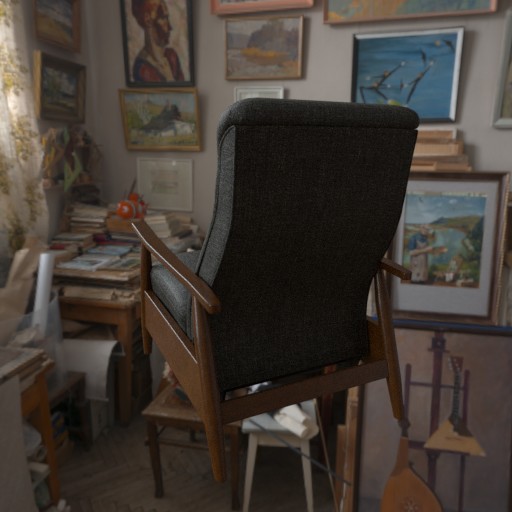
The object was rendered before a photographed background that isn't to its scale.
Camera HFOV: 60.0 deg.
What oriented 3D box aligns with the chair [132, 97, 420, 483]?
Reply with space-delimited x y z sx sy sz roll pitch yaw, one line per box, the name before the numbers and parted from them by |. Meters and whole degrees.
chair | 0.000 0.000 1.753 0.762 1.082 1.014 -7 15 -26
